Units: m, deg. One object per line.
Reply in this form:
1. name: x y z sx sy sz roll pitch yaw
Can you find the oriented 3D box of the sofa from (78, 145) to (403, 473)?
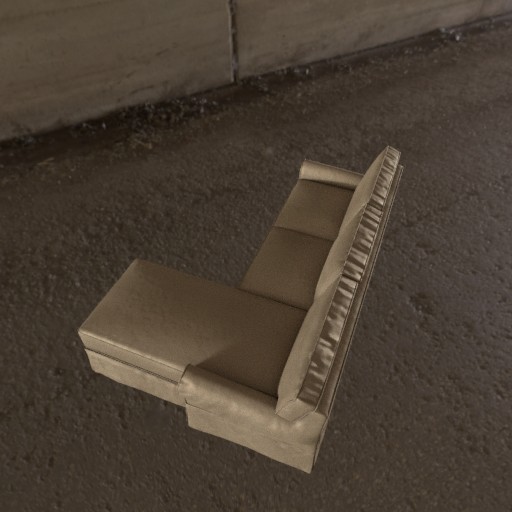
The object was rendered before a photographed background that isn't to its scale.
1. sofa: 0.000 0.000 3.416 1.733 0.978 2.475 16 49 15
